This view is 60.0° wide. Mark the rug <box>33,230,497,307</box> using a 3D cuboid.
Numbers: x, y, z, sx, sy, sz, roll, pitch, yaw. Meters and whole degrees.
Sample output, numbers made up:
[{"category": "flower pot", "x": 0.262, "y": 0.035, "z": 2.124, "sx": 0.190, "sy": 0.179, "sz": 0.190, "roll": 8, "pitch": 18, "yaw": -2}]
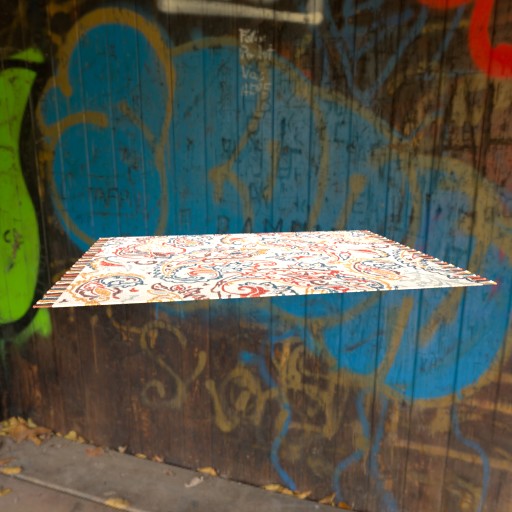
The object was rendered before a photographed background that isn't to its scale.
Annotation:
[{"category": "rug", "x": 0.000, "y": 0.000, "z": 4.246, "sx": 3.274, "sy": 0.015, "sz": 2.439, "roll": -2, "pitch": 13, "yaw": -9}]
